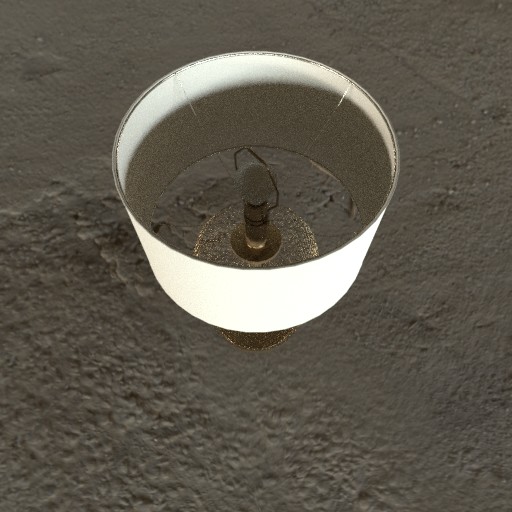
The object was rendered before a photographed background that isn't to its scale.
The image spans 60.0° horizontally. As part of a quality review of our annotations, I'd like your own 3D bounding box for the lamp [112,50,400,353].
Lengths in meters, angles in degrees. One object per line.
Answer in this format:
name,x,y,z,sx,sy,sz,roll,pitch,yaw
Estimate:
lamp,0.000,0.000,0.801,0.353,0.578,0.353,0,61,0
